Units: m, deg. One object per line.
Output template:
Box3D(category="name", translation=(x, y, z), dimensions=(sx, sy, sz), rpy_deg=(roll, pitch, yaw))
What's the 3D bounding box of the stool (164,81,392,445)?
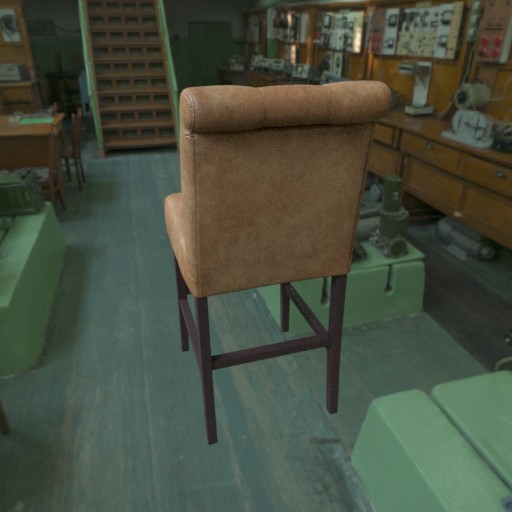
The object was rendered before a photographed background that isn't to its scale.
Box3D(category="stool", translation=(0.000, 0.000, 1.375), dimensions=(0.493, 1.047, 0.601), rpy_deg=(-8, 28, -15))
